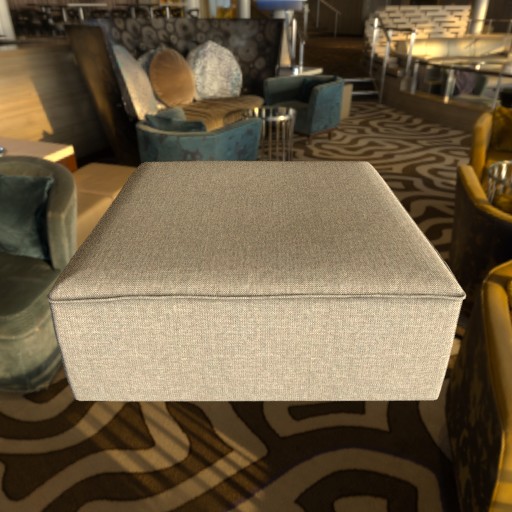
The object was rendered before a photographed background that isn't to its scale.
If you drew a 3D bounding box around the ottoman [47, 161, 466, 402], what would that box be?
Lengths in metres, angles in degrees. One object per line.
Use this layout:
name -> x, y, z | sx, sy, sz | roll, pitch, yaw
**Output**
ottoman -> 0.000, 0.000, 1.552 | 1.017, 0.423, 1.023 | 0, 29, 0
